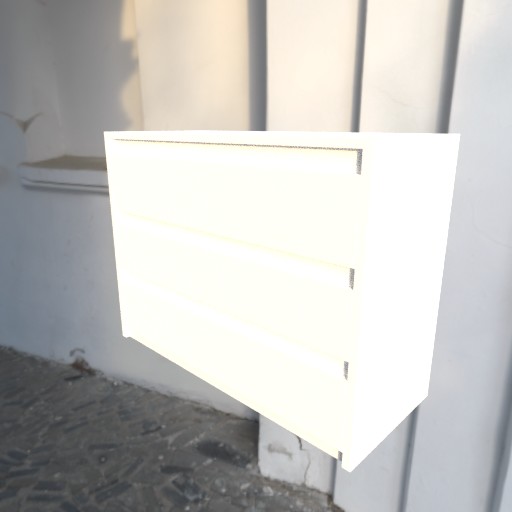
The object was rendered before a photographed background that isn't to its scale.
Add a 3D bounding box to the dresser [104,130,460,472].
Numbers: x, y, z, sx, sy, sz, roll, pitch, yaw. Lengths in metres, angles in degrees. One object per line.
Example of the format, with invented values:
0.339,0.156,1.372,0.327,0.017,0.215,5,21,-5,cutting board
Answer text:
0.000,0.000,1.530,1.100,0.820,0.460,15,22,42,dresser
